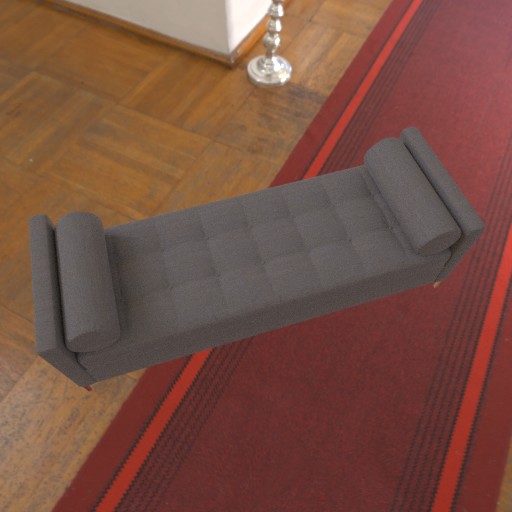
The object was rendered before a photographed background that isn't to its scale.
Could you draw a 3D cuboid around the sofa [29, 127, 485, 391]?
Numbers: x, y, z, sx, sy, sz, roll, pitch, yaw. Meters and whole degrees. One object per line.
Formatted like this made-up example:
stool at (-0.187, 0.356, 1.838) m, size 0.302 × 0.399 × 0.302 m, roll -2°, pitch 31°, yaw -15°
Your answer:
sofa at (0.000, 0.000, 2.270) m, size 1.981 × 0.635 × 0.686 m, roll -15°, pitch 60°, yaw -9°
